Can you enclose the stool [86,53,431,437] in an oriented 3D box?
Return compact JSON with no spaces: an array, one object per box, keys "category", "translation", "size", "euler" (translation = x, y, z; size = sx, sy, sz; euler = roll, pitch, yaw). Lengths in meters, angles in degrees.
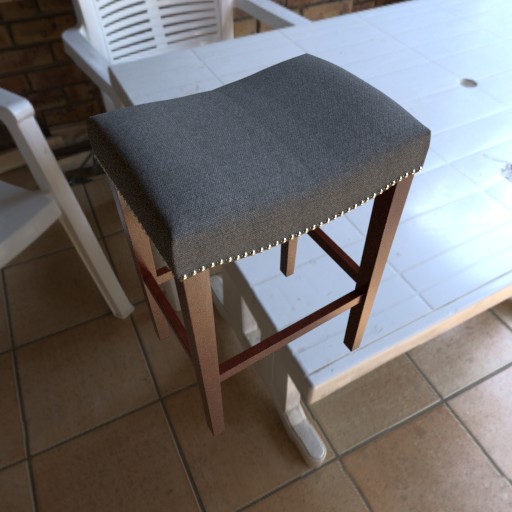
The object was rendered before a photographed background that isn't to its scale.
[{"category":"stool","translation":[0.000,0.000,1.026],"size":[0.504,0.742,0.372],"euler":[-25,53,-21]}]
